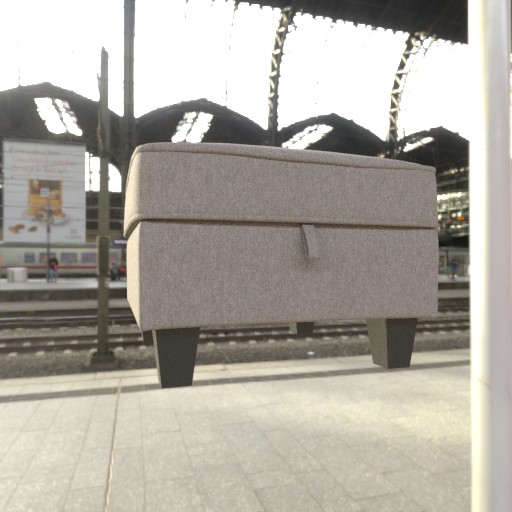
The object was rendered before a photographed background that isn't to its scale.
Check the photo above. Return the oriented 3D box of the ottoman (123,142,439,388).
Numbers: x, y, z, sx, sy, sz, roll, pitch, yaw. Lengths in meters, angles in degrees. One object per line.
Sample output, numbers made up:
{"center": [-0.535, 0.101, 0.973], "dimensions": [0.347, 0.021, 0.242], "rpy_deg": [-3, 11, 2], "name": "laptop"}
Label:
{"center": [0.000, 0.000, 1.425], "dimensions": [0.808, 0.612, 0.871], "rpy_deg": [0, -1, -18], "name": "ottoman"}
